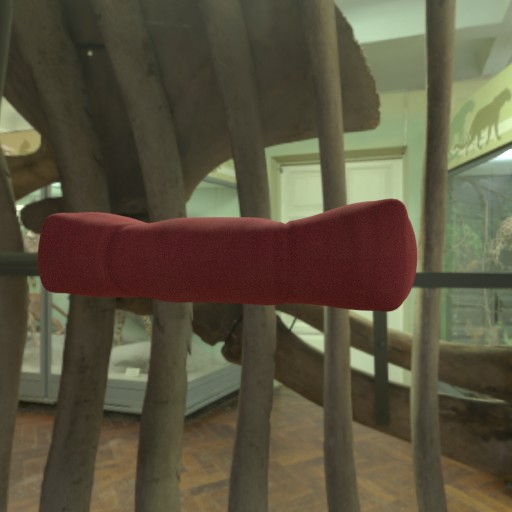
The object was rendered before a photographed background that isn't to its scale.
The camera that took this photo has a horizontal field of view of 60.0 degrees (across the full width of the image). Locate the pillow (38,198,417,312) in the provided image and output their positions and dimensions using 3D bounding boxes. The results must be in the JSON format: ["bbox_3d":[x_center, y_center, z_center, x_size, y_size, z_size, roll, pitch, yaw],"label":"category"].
[{"bbox_3d":[0.000,0.000,0.732,0.490,0.128,0.468,0,0,18],"label":"pillow"}]
